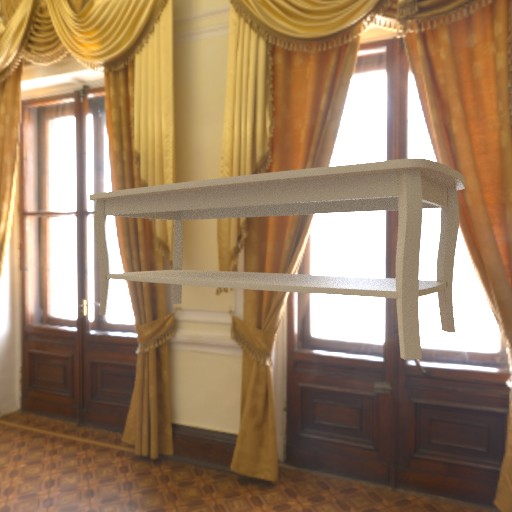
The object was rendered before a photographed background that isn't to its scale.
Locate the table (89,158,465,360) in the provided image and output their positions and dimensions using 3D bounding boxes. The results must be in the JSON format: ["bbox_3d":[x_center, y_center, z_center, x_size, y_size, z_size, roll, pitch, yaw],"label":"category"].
[{"bbox_3d":[0.000,0.000,1.585,1.334,0.474,0.561,1,2,35],"label":"table"}]
